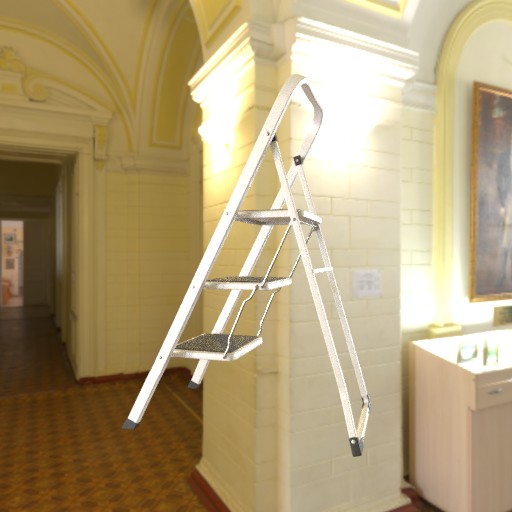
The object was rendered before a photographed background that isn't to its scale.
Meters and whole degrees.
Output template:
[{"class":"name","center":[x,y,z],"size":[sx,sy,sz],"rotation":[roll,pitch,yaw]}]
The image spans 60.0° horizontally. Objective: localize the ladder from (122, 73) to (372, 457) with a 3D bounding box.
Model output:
[{"class":"ladder","center":[0.000,0.000,1.455],"size":[0.711,1.050,0.460],"rotation":[0,0,18]}]
